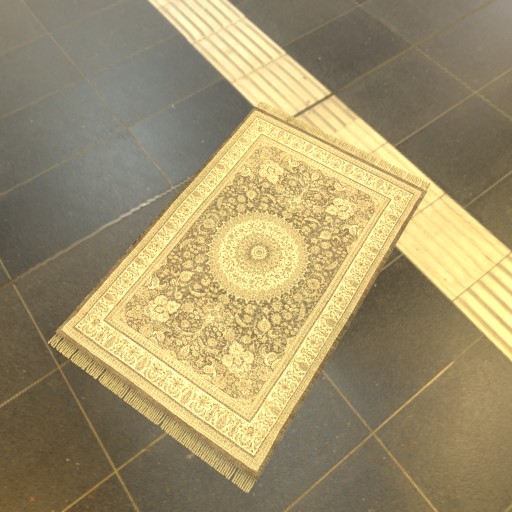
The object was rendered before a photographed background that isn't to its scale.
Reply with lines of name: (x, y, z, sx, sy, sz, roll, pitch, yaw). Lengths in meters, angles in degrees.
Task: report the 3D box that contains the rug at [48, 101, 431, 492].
rug: (0.000, 0.000, 4.246, 2.143, 0.015, 3.422, 31, 67, 14)
